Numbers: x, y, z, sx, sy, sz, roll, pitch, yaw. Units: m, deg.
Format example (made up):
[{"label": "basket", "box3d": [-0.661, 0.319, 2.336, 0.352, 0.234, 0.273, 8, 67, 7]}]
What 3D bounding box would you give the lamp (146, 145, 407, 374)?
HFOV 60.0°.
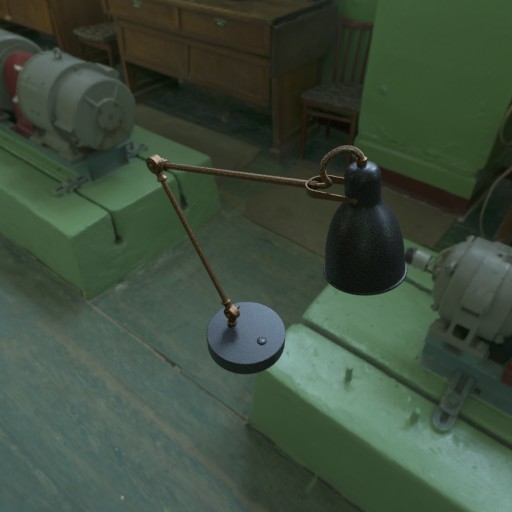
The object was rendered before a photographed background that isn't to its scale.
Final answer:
[{"label": "lamp", "box3d": [0.000, 0.000, 0.864, 0.561, 0.587, 0.187, 27, 48, 27]}]
